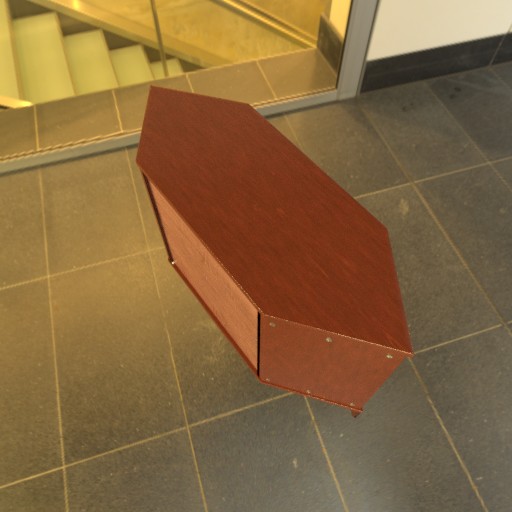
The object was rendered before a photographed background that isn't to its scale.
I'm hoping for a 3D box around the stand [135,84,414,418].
[{"bbox_3d":[0.000,0.000,1.391,0.381,0.614,1.072,-33,64,-18],"label":"stand"}]
